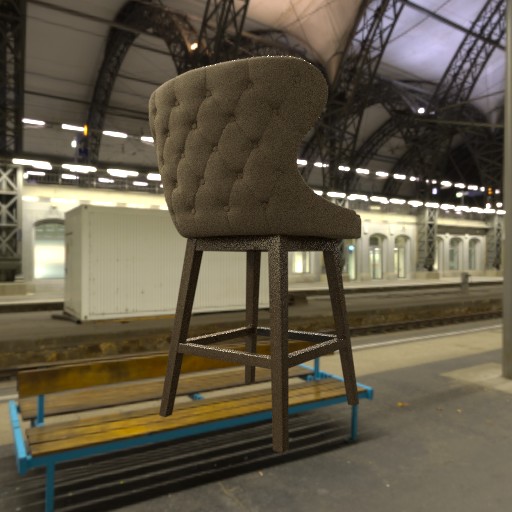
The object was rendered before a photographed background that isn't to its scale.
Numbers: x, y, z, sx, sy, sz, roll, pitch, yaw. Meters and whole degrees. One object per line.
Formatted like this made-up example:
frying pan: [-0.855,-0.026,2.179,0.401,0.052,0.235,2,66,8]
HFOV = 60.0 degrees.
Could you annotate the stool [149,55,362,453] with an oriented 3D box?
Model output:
stool: [0.000,0.000,1.377,0.615,0.972,0.597,0,0,36]
